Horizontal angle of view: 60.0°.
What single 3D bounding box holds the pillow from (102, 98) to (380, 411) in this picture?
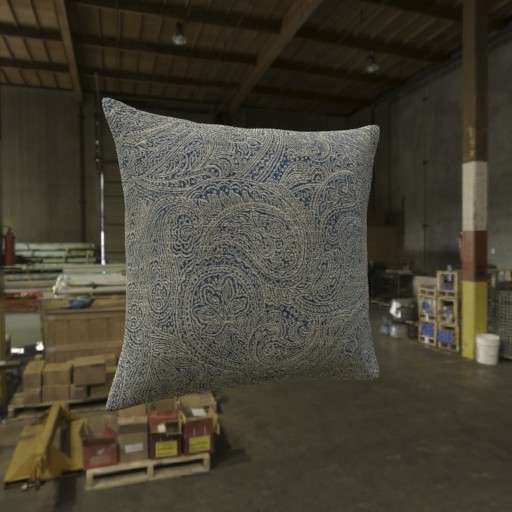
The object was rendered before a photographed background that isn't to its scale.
[{"bbox_3d":[0.000,0.000,0.801,0.523,0.510,0.166,0,1,-18],"label":"pillow"}]
